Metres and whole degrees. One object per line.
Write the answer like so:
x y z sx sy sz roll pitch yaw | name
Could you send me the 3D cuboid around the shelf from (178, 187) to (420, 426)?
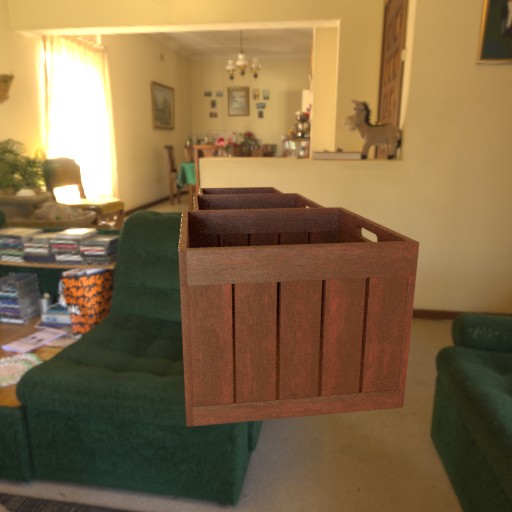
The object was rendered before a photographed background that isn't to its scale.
0.000 0.000 1.254 0.393 0.311 1.064 -2 15 -8 | shelf
